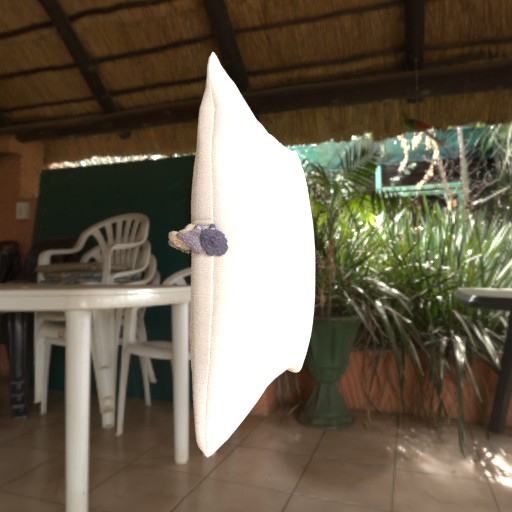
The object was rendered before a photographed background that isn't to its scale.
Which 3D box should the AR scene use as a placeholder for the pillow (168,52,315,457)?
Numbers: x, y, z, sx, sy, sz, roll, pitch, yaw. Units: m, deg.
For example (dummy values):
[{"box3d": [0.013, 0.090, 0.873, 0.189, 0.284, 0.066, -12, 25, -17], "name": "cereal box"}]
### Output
[{"box3d": [0.000, 0.000, 0.746, 0.165, 0.481, 0.489, -1, -2, 18], "name": "pillow"}]
